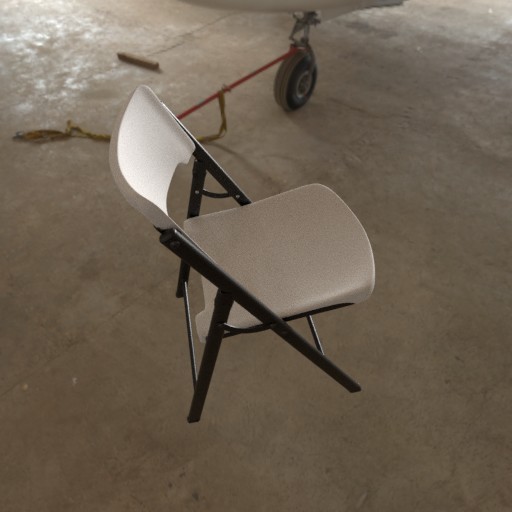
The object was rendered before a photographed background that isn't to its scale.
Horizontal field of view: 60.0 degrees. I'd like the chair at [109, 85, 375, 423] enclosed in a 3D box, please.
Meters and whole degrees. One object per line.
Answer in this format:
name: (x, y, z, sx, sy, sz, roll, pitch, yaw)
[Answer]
chair: (0.000, 0.000, 1.144, 0.577, 0.765, 0.482, -8, 47, -8)
